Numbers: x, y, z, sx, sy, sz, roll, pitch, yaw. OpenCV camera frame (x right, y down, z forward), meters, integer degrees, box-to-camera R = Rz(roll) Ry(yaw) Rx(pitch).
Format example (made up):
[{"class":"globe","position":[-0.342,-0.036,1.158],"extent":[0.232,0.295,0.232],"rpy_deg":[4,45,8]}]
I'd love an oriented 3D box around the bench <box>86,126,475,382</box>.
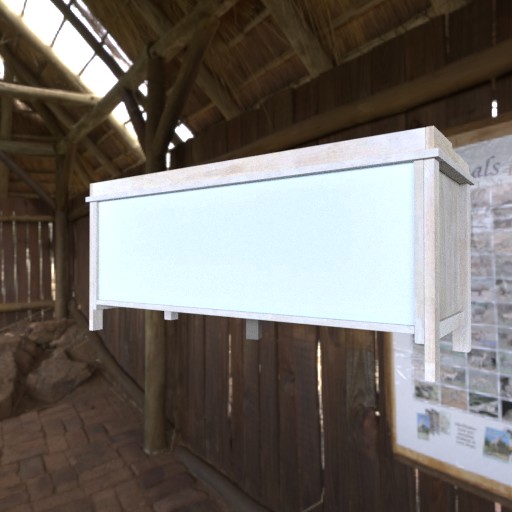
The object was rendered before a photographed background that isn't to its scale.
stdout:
[{"class":"bench","position":[0.000,0.000,1.339],"extent":[1.140,0.501,0.398],"rpy_deg":[0,-1,35]}]
